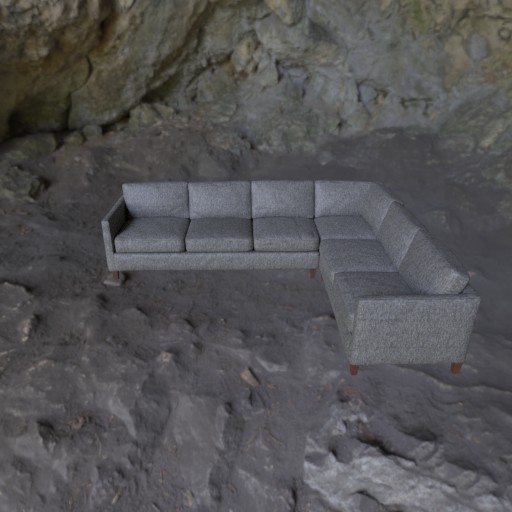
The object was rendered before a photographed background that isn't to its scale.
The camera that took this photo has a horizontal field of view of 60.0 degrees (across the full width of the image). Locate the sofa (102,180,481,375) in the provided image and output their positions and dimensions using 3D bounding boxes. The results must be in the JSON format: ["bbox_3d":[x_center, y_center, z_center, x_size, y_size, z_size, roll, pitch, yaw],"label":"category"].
[{"bbox_3d":[0.000,0.000,4.459,3.302,0.947,2.593,0,26,-1],"label":"sofa"}]
